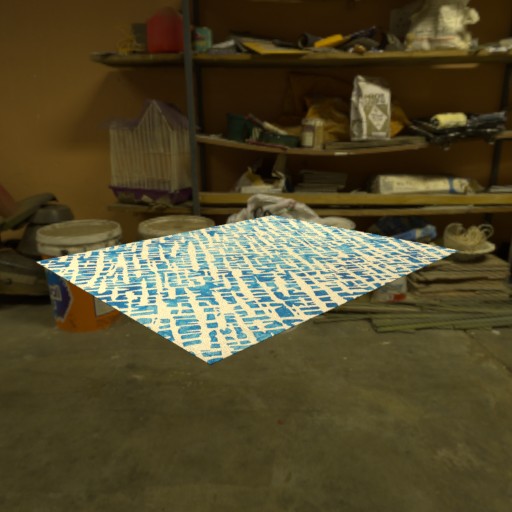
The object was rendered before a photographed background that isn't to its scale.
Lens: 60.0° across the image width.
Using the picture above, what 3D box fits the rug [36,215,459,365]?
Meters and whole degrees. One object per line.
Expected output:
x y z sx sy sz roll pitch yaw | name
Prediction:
0.000 0.000 4.040 3.007 0.007 2.435 -15 22 -42 | rug
